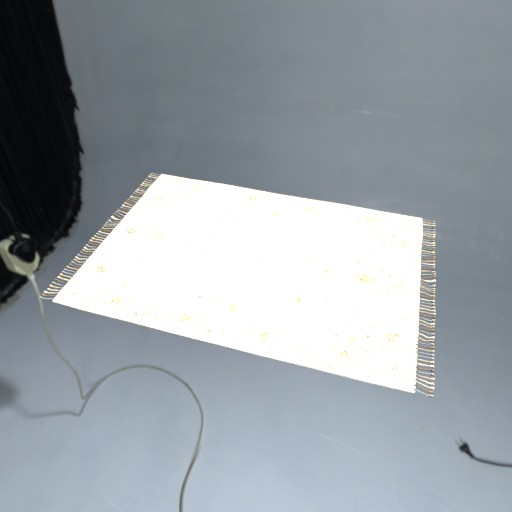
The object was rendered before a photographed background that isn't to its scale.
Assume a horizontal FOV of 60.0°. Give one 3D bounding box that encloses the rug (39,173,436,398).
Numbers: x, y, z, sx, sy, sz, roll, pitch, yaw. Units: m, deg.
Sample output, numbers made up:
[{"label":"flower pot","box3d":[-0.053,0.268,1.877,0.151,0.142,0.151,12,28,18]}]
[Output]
[{"label":"rug","box3d":[0.000,0.000,2.395,1.861,0.017,1.218,12,43,12]}]
